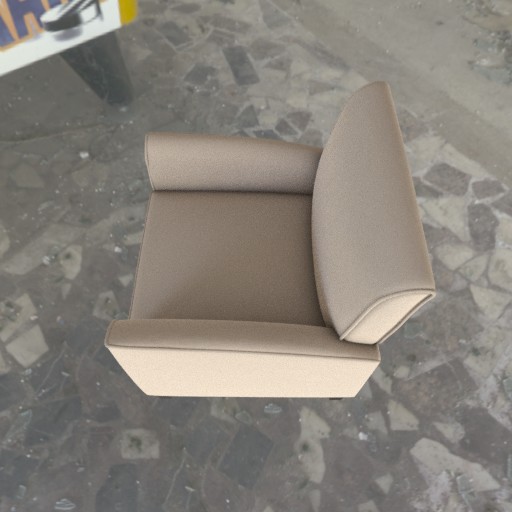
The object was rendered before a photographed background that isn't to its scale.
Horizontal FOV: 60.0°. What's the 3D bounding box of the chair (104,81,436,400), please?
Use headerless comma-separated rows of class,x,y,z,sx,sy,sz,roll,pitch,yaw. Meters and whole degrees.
chair,0.000,0.000,1.539,0.820,0.915,0.820,0,58,0
